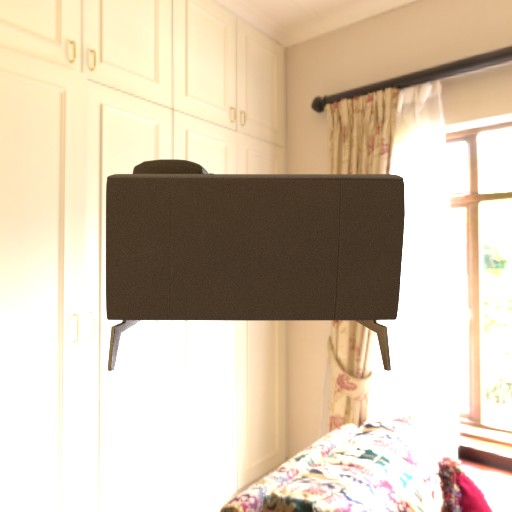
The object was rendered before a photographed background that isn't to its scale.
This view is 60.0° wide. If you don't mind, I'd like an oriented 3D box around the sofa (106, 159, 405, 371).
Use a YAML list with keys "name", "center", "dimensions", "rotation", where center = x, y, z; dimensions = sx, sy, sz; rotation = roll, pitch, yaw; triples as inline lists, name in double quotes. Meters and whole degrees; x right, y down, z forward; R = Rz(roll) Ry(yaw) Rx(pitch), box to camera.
- name: "sofa"
  center: [0.000, 0.000, 2.364]
  dimensions: [1.003, 0.779, 1.895]
  rotation: [0, -1, 0]
